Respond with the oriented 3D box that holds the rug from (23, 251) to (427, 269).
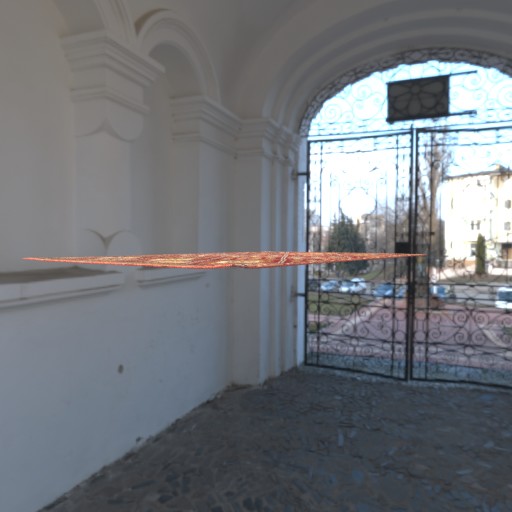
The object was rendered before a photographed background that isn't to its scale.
[{"bbox_3d":[0.000,0.000,2.898,1.521,0.026,2.286,1,2,37],"label":"rug"}]
